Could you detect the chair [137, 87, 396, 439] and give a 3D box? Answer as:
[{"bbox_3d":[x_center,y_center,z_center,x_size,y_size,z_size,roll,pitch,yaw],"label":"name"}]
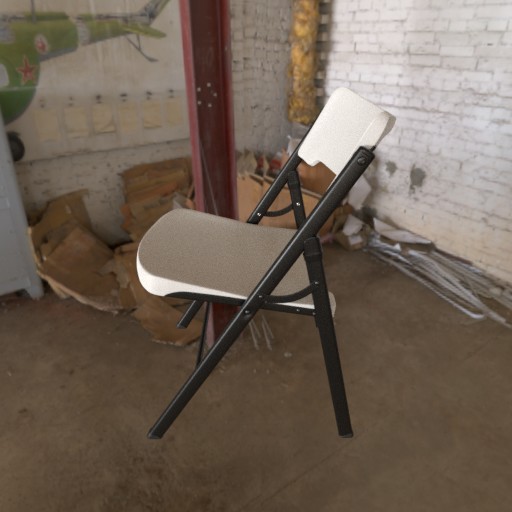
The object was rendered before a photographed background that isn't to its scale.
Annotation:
[{"bbox_3d":[0.000,0.000,1.124,0.577,0.765,0.482,0,27,0],"label":"chair"}]
